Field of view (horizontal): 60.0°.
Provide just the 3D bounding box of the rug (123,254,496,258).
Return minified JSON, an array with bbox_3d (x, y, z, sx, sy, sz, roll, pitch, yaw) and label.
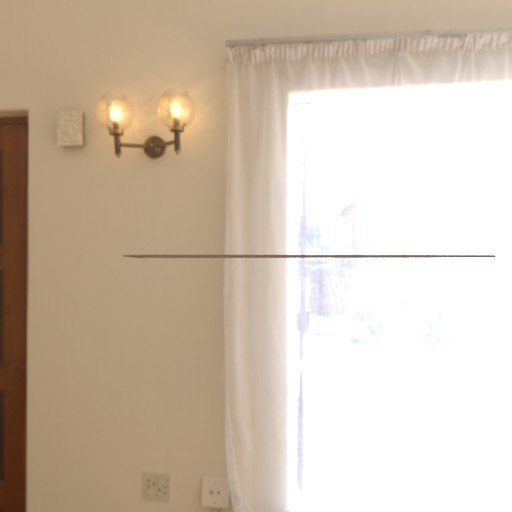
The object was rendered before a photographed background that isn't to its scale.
[{"bbox_3d":[0.000,0.000,2.874,1.600,0.013,2.260,0,0,-18],"label":"rug"}]
